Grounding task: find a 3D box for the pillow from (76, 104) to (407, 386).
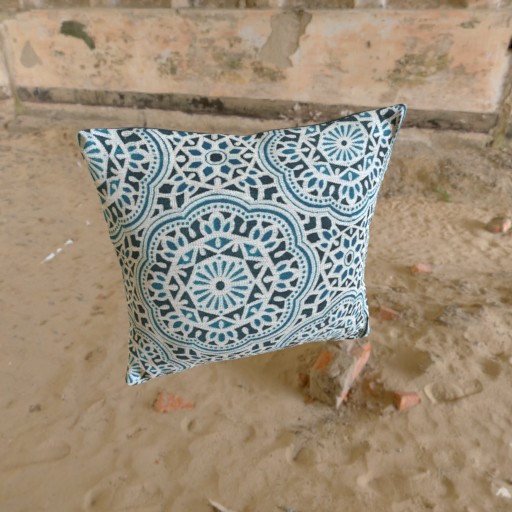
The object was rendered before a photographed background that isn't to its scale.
[{"bbox_3d":[0.000,0.000,0.669,0.440,0.420,0.145,-9,32,-14],"label":"pillow"}]
